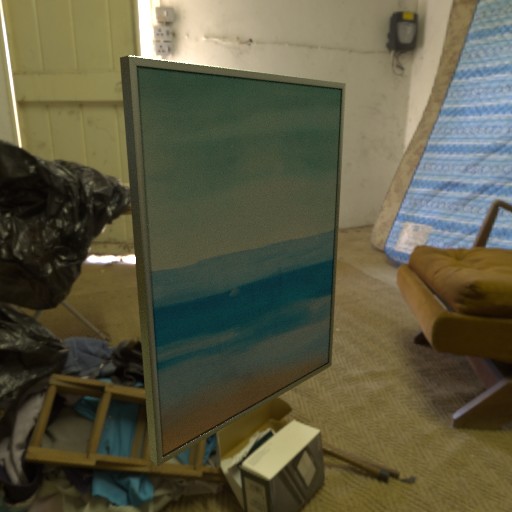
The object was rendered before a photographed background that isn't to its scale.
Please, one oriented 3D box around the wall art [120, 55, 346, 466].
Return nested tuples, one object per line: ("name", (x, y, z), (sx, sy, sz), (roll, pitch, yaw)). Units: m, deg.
("wall art", (0.000, 0.000, 1.382), (0.803, 1.062, 0.041), (-14, 21, -42))
